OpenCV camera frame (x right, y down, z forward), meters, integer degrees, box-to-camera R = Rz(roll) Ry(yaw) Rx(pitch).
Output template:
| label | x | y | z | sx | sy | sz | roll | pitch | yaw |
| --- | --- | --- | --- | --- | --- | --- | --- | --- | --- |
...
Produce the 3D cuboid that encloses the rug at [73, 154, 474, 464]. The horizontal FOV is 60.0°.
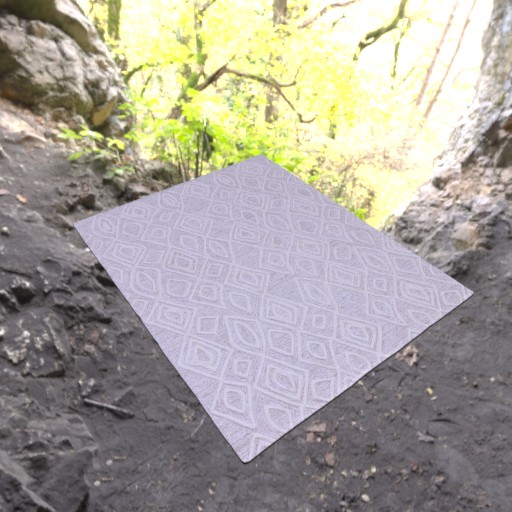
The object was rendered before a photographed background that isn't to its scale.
| label | x | y | z | sx | sy | sz | roll | pitch | yaw |
| --- | --- | --- | --- | --- | --- | --- | --- | --- | --- |
| rug | 0.000 | 0.000 | 4.180 | 2.449 | 0.025 | 3.049 | -26 | 48 | -27 |
